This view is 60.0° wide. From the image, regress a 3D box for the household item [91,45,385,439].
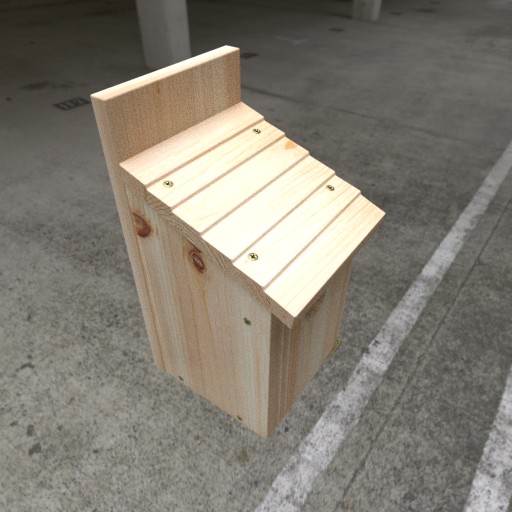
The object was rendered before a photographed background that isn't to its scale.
[{"bbox_3d":[0.000,0.000,0.402,0.171,0.300,0.149,25,46,27],"label":"household item"}]
